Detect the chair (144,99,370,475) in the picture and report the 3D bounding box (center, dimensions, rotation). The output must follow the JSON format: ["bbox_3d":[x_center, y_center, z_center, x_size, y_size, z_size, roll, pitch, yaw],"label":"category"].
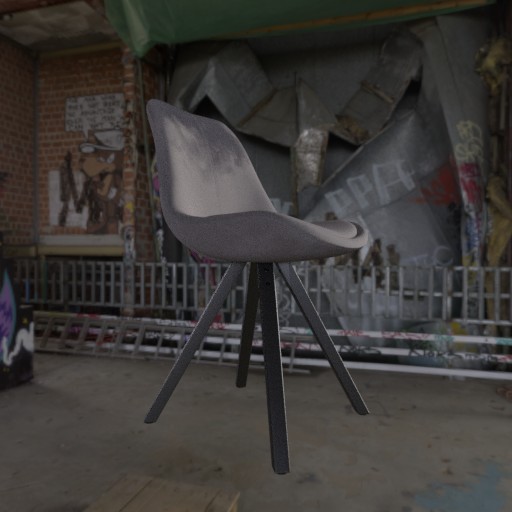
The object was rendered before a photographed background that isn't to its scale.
[{"bbox_3d":[0.000,0.000,1.158,0.550,0.850,0.476,0,1,37],"label":"chair"}]
